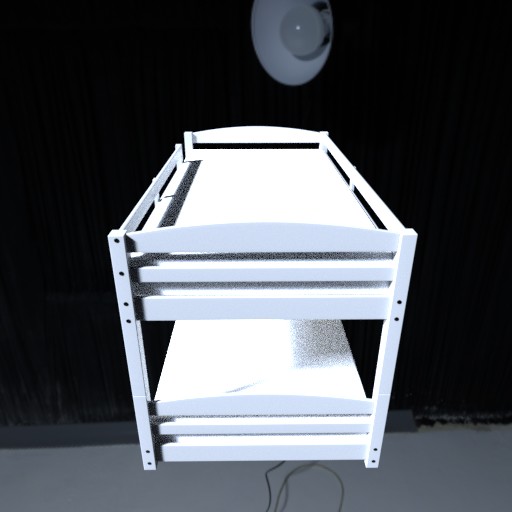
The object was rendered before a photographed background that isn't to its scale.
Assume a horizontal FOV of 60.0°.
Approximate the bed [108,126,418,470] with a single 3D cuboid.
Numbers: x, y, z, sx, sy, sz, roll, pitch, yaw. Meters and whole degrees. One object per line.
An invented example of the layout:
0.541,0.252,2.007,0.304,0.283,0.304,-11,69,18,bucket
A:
0.000,0.000,2.680,1.105,1.206,2.013,0,26,-1,bed
